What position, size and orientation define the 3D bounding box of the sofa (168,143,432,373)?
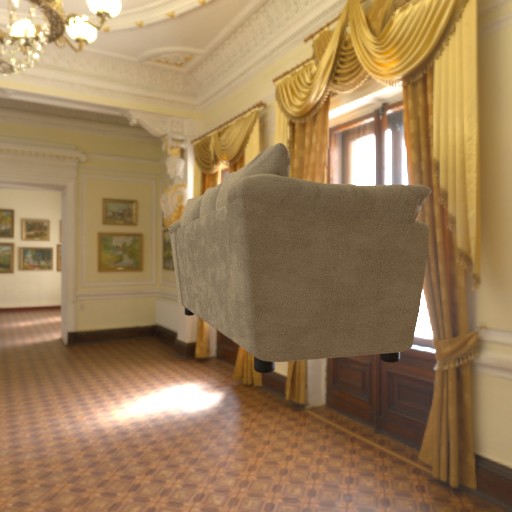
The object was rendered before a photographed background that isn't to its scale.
[{"bbox_3d":[0.000,0.000,2.875,0.893,0.981,2.377,0,0,-18],"label":"sofa"}]
